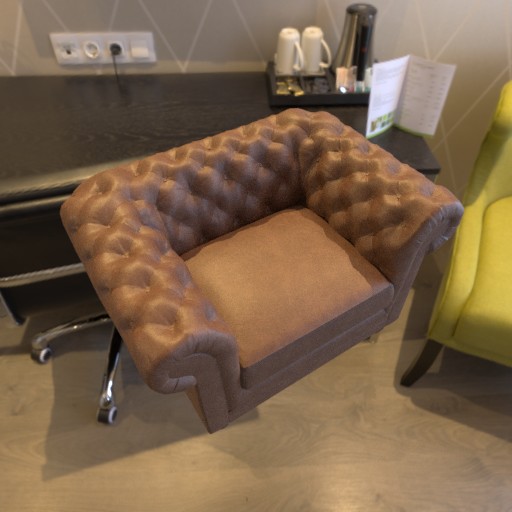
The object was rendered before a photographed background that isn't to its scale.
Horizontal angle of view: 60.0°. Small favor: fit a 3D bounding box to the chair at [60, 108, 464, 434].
[{"bbox_3d":[0.000,0.000,1.888,1.298,0.784,0.954,-25,51,-22],"label":"chair"}]
